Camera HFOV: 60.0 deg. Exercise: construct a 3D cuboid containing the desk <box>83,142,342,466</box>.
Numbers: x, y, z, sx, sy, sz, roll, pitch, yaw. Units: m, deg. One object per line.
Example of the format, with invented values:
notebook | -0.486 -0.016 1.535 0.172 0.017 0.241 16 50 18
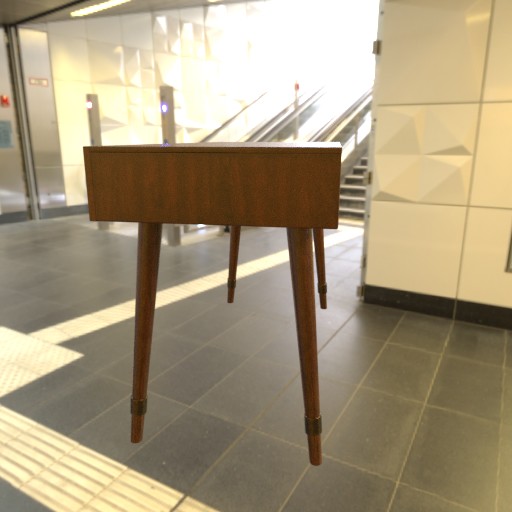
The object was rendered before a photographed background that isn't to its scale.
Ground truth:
desk | 0.000 0.000 2.094 0.734 1.031 1.577 3 15 10
